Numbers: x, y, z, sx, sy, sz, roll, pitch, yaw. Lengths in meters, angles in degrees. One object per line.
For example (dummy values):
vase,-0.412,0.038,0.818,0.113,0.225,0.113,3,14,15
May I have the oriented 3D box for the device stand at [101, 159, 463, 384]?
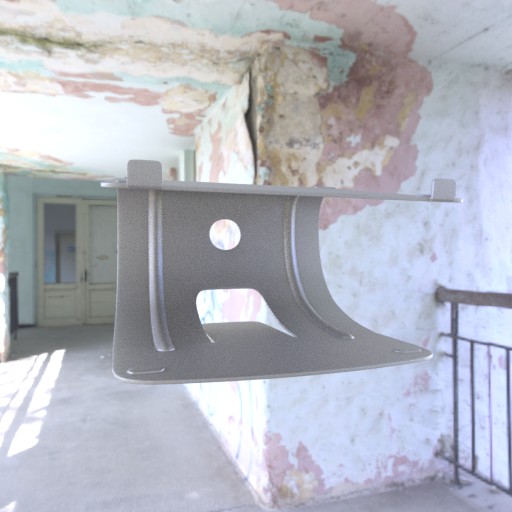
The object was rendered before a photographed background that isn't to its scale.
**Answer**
device stand,0.000,0.000,0.396,0.256,0.155,0.236,0,0,-18
